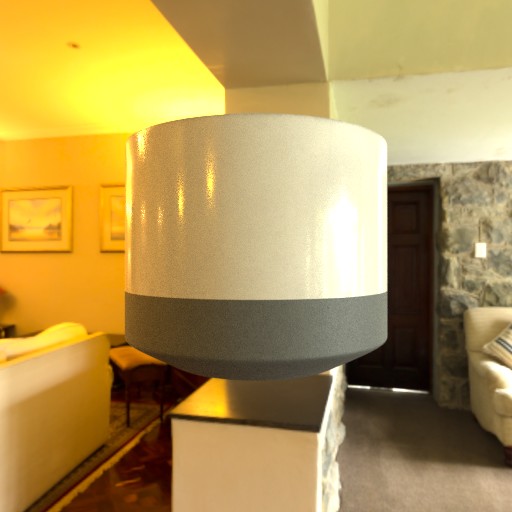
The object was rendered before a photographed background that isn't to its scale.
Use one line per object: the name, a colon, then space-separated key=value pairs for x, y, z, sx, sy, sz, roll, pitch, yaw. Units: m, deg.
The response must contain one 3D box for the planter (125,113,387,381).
planter: x=0.000 y=0.000 z=0.226 sx=0.128 sy=0.105 sz=0.128 roll=0 pitch=0 yaw=0
